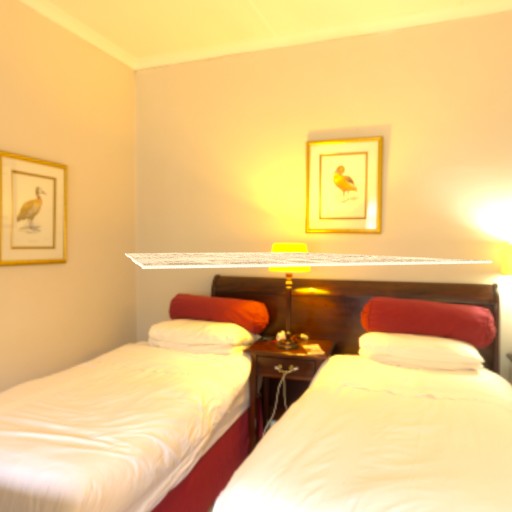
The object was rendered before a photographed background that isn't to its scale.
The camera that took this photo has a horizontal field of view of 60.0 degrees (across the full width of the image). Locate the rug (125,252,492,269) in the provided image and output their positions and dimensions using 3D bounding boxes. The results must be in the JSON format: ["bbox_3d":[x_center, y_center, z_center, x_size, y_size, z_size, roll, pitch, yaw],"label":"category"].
[{"bbox_3d":[0.000,0.000,3.103,1.706,0.026,2.438,0,2,-18],"label":"rug"}]
